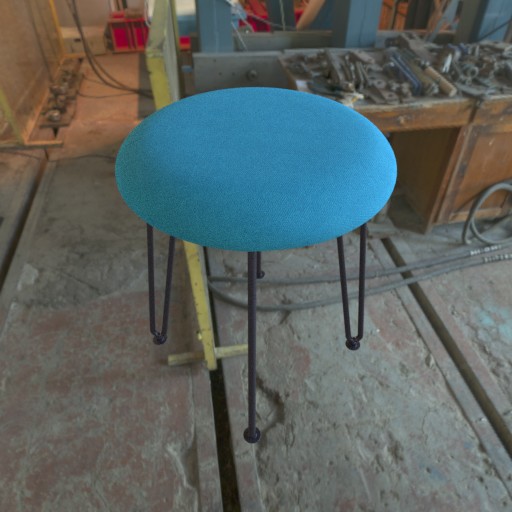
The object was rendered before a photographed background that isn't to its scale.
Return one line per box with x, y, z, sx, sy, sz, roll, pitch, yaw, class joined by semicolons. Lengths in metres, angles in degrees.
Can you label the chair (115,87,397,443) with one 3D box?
0.000;0.000;0.681;0.350;0.430;0.350;25;48;25;chair
